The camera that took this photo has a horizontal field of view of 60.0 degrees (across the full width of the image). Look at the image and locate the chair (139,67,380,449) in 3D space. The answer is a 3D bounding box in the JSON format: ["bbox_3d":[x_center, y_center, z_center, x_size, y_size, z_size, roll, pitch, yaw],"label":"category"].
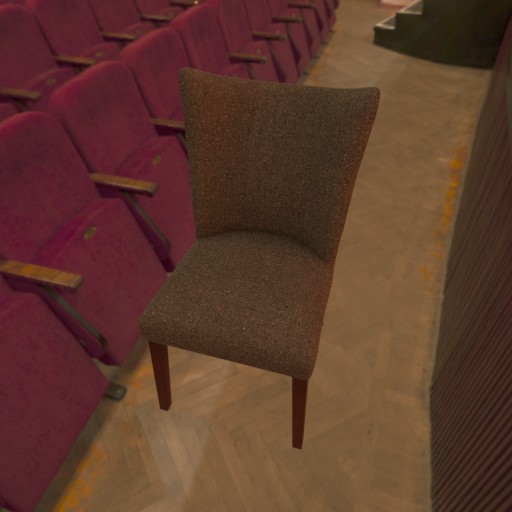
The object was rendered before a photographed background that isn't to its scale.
[{"bbox_3d":[0.000,0.000,1.312,0.535,0.924,0.623,11,42,13],"label":"chair"}]
